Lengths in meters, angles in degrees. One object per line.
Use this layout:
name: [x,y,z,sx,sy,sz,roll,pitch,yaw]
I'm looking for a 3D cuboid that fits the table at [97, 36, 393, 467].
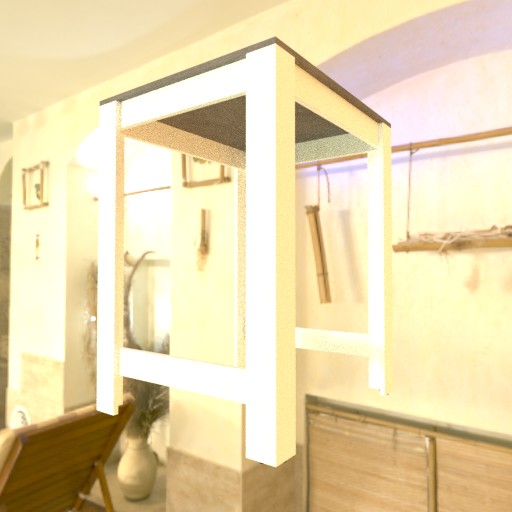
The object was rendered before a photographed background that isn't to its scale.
table: [0.000,0.000,1.571,0.700,1.020,0.800,-1,-2,36]
